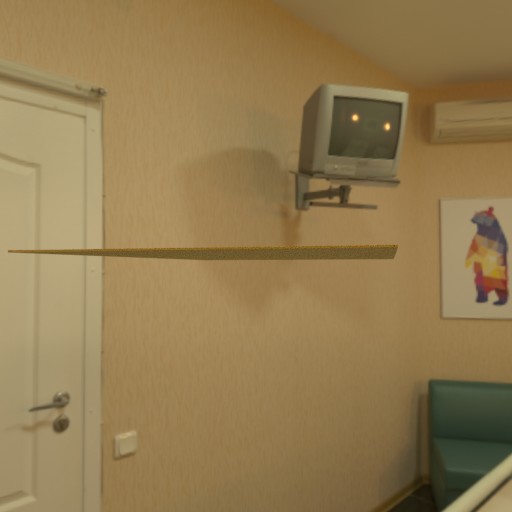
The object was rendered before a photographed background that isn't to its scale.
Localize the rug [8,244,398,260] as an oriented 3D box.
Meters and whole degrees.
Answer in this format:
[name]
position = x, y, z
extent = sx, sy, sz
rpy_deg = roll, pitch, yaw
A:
[rug]
position = 0.000, 0.000, 4.153
extent = 2.486, 0.015, 3.242
rpy_deg = 0, -2, 17
